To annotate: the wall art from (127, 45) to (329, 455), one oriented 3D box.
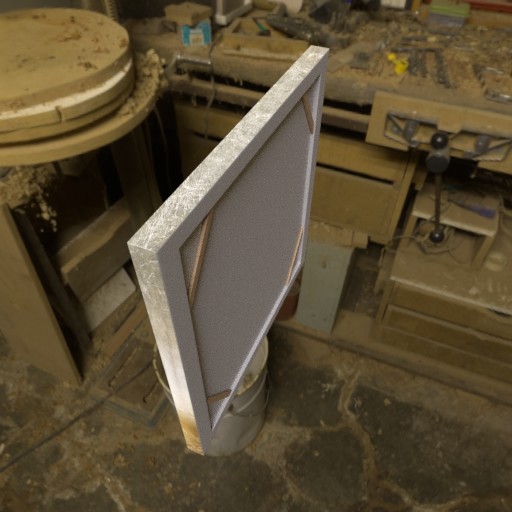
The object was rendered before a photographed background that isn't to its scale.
[{"bbox_3d":[0.000,0.000,0.900,0.038,0.610,0.610,18,49,17],"label":"wall art"}]
